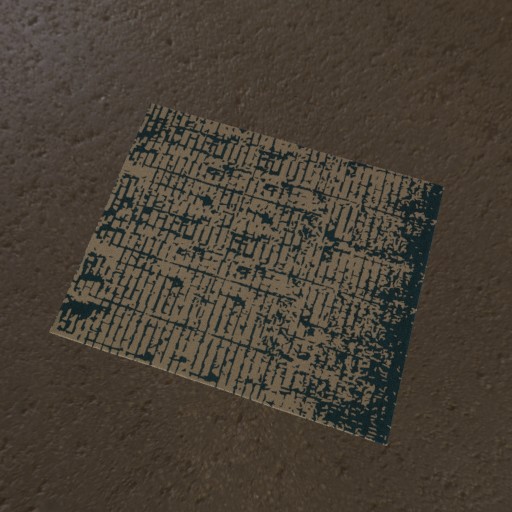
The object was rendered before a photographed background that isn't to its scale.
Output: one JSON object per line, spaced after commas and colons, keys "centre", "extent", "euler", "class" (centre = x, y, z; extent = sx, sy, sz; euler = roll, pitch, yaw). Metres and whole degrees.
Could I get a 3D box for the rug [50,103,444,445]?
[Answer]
{"centre": [0.000, 0.000, 4.056], "extent": [3.017, 0.014, 2.416], "euler": [17, 75, 5], "class": "rug"}
